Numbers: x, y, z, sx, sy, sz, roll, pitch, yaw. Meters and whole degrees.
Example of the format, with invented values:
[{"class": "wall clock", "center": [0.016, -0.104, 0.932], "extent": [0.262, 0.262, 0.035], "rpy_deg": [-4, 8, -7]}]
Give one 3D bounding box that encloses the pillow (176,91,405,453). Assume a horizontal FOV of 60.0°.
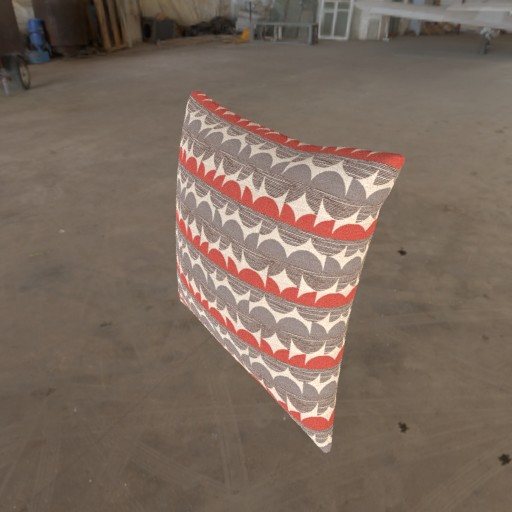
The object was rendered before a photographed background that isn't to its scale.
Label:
[{"class": "pillow", "center": [0.000, 0.000, 0.666], "extent": [0.180, 0.410, 0.420], "rpy_deg": [-21, 37, -30]}]
